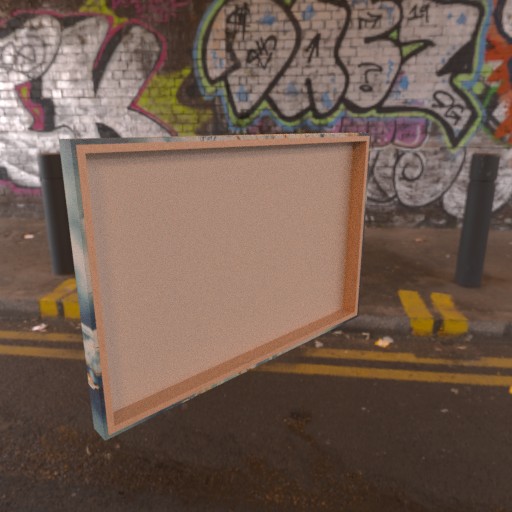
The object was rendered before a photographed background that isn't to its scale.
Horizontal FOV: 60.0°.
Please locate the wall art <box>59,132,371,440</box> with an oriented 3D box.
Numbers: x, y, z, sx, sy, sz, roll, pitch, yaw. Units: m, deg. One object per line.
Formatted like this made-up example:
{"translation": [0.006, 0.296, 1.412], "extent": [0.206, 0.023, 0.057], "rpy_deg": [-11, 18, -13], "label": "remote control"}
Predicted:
{"translation": [0.000, 0.000, 0.770], "extent": [0.607, 0.405, 0.036], "rpy_deg": [-15, 22, -41], "label": "wall art"}
